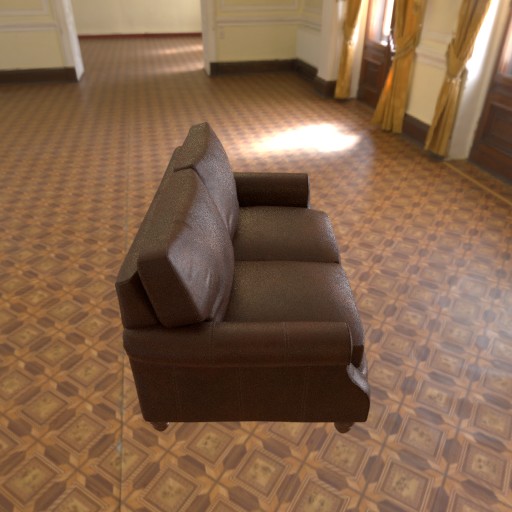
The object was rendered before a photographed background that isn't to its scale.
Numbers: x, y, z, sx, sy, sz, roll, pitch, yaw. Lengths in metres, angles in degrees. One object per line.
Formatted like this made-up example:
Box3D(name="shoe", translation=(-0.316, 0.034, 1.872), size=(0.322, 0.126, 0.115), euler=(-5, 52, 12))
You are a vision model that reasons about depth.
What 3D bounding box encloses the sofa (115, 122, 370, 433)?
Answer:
Box3D(name="sofa", translation=(0.000, 0.000, 2.269), size=(0.990, 0.976, 1.616), euler=(0, 32, 0))
